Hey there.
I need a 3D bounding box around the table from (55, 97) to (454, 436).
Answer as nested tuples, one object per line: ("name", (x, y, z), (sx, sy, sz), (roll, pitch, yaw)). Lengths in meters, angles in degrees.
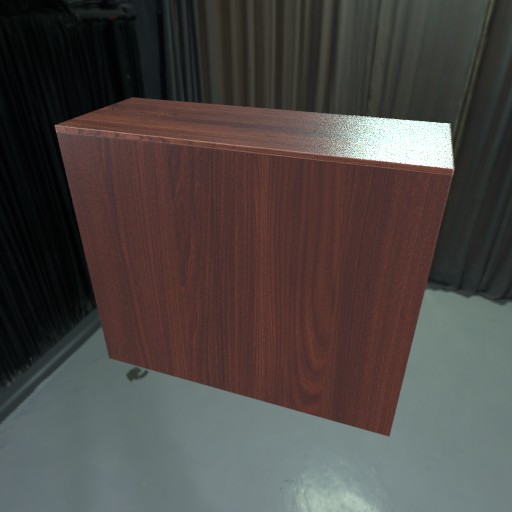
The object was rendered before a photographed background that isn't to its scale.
("table", (0.000, 0.000, 1.328), (0.930, 0.790, 0.380), (10, 33, 17))
